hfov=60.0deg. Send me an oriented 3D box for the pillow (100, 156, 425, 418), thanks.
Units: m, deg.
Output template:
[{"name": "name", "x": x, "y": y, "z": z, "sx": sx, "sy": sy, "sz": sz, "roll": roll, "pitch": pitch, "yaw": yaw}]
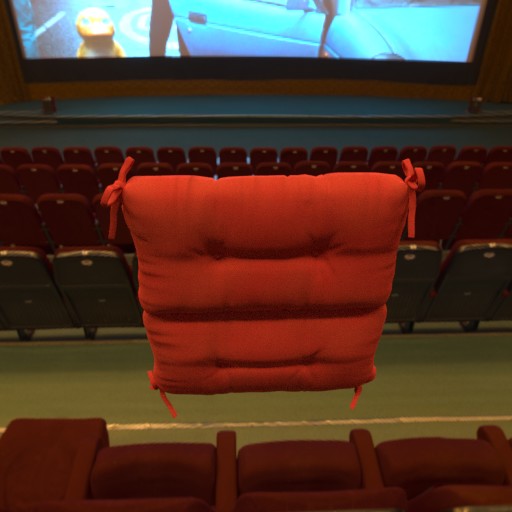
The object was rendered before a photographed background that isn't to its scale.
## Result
[{"name": "pillow", "x": 0.000, "y": 0.000, "z": 1.022, "sx": 0.519, "sy": 0.605, "sz": 0.571, "roll": -1, "pitch": 31, "yaw": -2}]
